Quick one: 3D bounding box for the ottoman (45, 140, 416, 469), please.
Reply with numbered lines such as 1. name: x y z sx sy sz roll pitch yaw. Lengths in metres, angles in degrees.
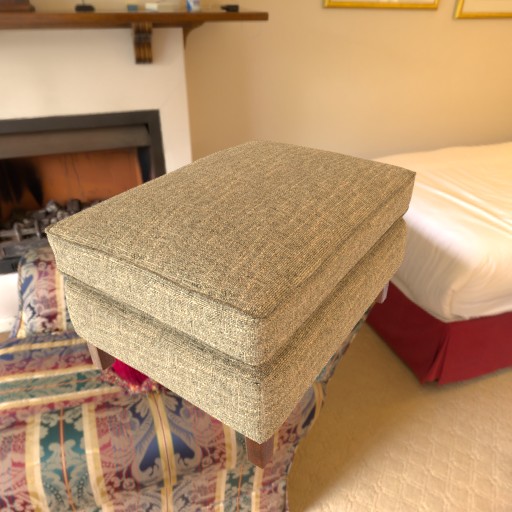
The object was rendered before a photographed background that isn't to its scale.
1. ottoman: 0.000 0.000 0.982 0.508 0.406 0.686 19 36 29
